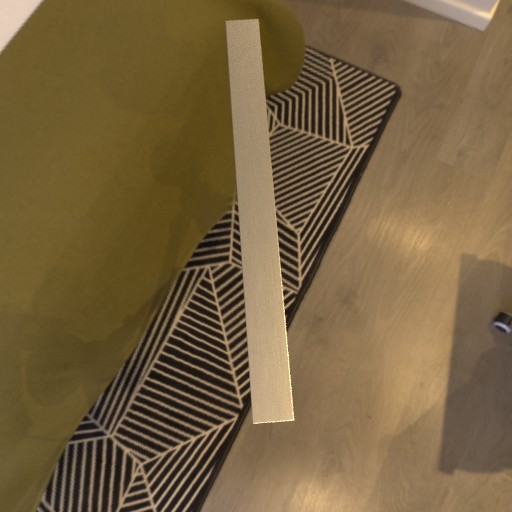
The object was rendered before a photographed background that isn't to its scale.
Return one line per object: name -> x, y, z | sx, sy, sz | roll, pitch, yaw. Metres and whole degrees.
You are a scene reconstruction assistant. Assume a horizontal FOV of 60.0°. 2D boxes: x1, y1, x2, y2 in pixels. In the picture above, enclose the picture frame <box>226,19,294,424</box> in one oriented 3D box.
picture frame -> 0.000, 0.000, 1.348 | 0.073, 0.968, 0.839 | -4, 76, -1
